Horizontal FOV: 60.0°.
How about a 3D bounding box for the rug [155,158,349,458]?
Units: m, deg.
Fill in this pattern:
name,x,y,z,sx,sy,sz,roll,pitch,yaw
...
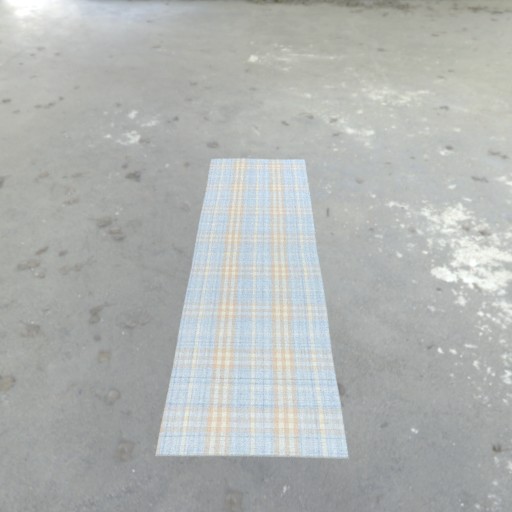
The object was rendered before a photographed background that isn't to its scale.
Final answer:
name,x,y,z,sx,sy,sz,roll,pitch,yaw
rug,0.000,0.000,2.668,0.762,0.013,2.439,0,40,1
